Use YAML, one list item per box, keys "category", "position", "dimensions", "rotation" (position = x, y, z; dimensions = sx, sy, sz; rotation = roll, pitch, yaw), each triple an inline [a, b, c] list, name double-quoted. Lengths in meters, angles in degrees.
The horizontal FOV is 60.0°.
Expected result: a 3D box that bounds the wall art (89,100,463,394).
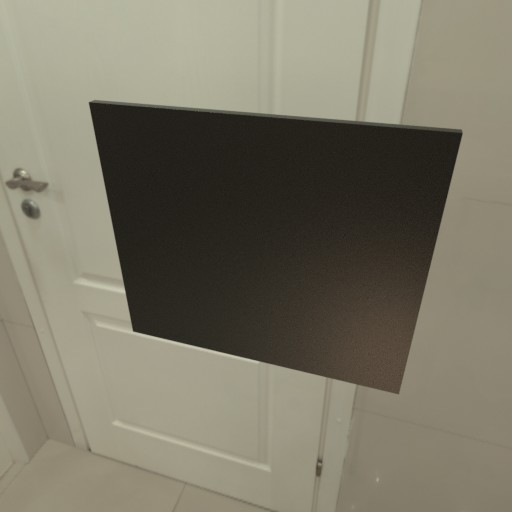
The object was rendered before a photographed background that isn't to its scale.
- category: "wall art"
  position: [0.000, 0.000, 0.528]
  dimensions: [0.383, 0.332, 0.012]
  rotation: [10, 33, 15]
